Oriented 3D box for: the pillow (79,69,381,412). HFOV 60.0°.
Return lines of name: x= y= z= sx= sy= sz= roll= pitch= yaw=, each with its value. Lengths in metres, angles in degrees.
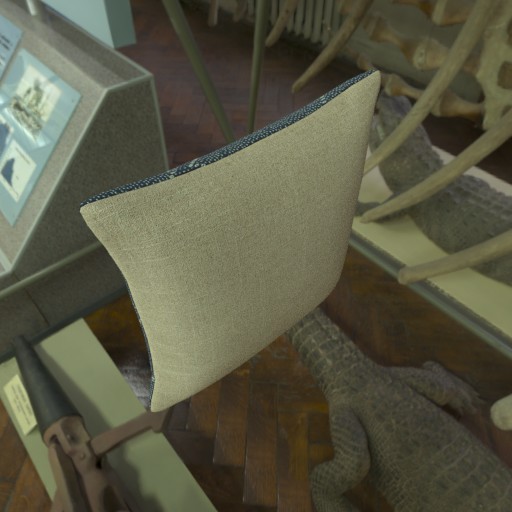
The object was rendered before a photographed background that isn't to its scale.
pillow: x=0.000 y=0.000 z=0.649 sx=0.435 sy=0.428 sz=0.148 roll=-32 pitch=54 yaw=-27
